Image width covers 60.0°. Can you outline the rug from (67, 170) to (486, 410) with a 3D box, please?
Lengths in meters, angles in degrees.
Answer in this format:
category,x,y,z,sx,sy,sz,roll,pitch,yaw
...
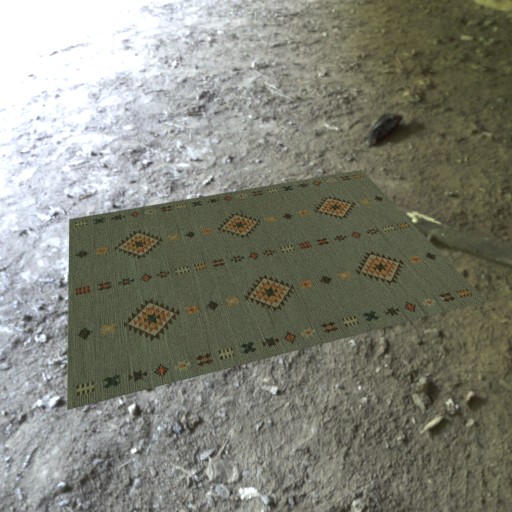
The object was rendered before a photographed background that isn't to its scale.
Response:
category,x,y,z,sx,sy,sz,roll,pitch,yaw
rug,0.000,0.000,2.252,1.818,0.005,1.217,-12,43,-13
